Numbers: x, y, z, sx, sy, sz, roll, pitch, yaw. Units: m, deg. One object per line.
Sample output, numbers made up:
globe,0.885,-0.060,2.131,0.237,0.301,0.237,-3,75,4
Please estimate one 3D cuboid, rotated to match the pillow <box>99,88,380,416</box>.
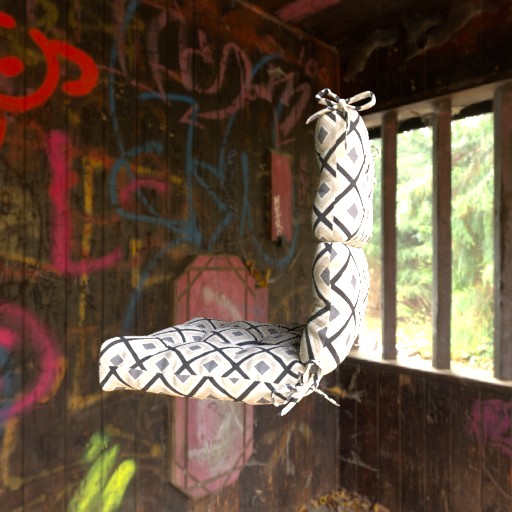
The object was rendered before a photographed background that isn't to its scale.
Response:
pillow,0.000,0.000,1.062,0.571,0.605,0.519,0,0,17
